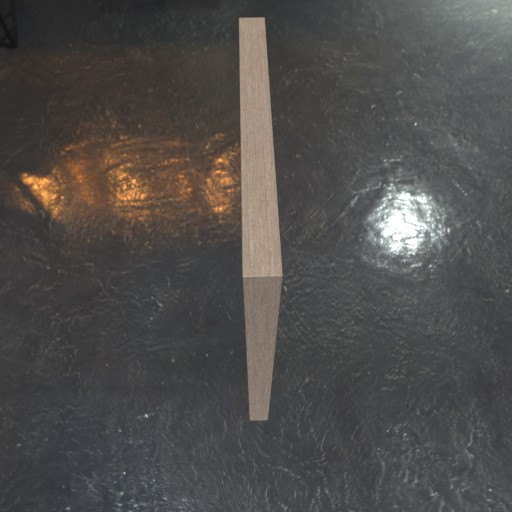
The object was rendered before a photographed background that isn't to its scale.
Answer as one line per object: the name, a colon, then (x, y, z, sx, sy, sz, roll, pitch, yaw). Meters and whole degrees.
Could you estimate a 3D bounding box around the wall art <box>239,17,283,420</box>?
wall art: (0.000, 0.000, 0.654, 0.032, 0.510, 0.358, -1, 58, -1)
